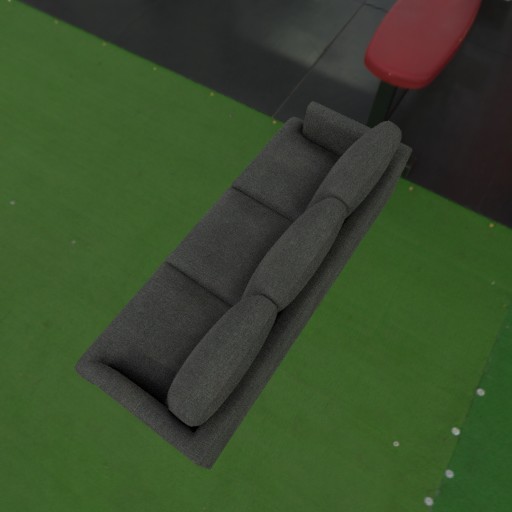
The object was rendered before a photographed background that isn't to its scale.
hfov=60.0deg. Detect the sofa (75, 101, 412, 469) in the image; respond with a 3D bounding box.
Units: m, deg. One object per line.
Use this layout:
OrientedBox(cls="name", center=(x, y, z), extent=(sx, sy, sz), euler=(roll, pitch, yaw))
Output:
OrientedBox(cls="sofa", center=(0.000, 0.000, 2.689), extent=(0.903, 0.930, 2.246), euler=(31, 67, 15))
